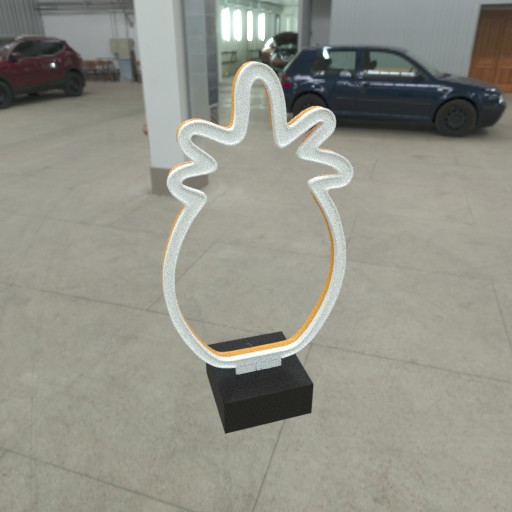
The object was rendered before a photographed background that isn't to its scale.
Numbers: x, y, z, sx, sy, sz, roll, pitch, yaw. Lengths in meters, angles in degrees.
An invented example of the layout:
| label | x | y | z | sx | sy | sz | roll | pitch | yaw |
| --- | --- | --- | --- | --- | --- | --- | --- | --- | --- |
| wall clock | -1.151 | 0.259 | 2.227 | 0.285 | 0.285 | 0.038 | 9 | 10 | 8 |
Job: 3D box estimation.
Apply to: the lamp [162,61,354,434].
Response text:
| label | x | y | z | sx | sy | sz | roll | pitch | yaw |
| --- | --- | --- | --- | --- | --- | --- | --- | --- | --- |
| lamp | 0.000 | 0.000 | 0.393 | 0.167 | 0.317 | 0.088 | -8 | 27 | -15 |
